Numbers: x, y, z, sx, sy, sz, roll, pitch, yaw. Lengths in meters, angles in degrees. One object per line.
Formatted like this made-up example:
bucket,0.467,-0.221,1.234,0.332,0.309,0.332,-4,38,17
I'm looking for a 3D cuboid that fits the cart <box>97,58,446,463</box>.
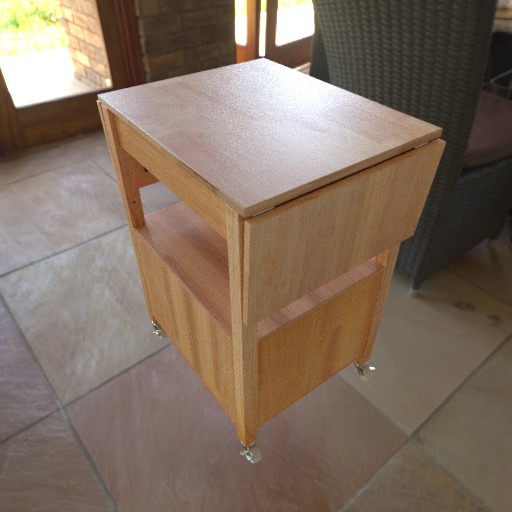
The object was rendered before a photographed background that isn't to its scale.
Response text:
cart,0.000,0.000,1.249,0.508,0.838,0.640,-25,46,-27
